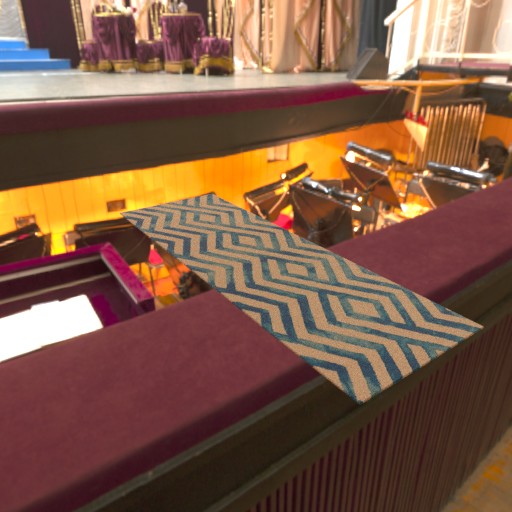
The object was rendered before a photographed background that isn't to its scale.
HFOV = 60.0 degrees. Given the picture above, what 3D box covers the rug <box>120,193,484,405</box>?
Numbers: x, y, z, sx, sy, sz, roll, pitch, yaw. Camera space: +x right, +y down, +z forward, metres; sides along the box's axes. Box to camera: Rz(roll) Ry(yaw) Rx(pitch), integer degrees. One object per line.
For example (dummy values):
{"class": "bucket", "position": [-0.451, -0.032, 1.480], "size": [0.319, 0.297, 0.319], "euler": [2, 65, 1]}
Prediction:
{"class": "rug", "position": [0.000, 0.000, 1.653], "size": [0.503, 0.007, 1.492], "euler": [-17, 31, -32]}
